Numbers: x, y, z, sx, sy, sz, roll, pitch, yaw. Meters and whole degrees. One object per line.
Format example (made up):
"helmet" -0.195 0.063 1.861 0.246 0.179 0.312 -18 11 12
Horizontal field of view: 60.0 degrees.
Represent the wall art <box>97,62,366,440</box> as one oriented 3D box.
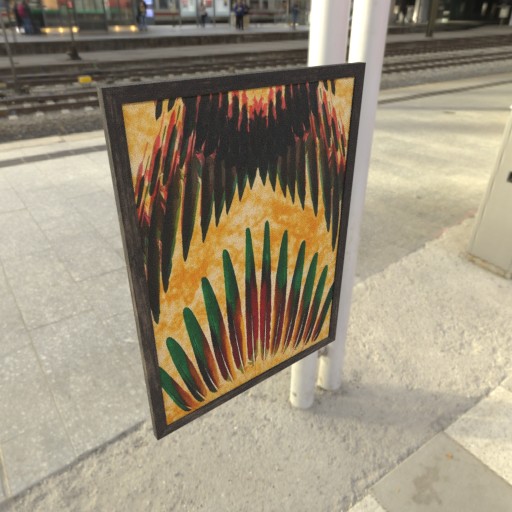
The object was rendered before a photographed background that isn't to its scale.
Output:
"wall art" 0.000 0.000 1.384 0.812 1.066 0.029 -20 35 -32
